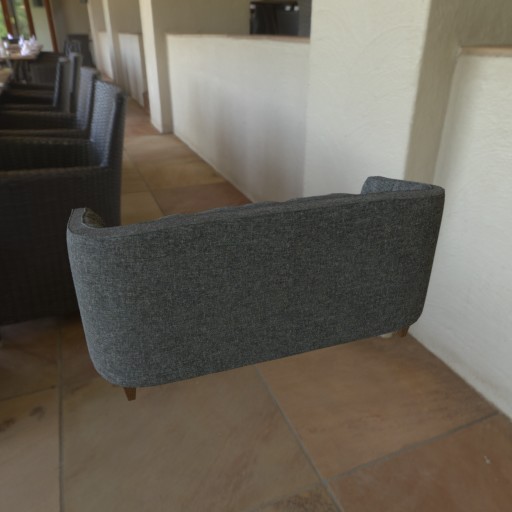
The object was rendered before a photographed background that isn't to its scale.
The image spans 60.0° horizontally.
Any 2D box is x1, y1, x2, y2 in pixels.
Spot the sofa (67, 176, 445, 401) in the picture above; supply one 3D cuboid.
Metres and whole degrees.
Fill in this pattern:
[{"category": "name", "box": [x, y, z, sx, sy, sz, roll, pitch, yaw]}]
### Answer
[{"category": "sofa", "box": [0.000, 0.000, 2.294, 1.733, 0.855, 0.941, -9, 28, -17]}]
